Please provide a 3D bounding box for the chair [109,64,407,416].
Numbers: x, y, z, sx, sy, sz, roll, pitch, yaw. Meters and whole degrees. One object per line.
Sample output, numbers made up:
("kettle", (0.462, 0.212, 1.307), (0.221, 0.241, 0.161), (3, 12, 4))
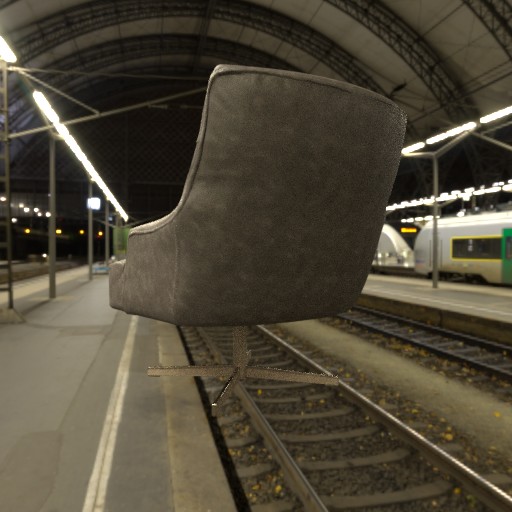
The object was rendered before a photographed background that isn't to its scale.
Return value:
("chair", (0.000, 0.000, 1.453), (0.738, 0.870, 0.874), (-1, 1, -35))
